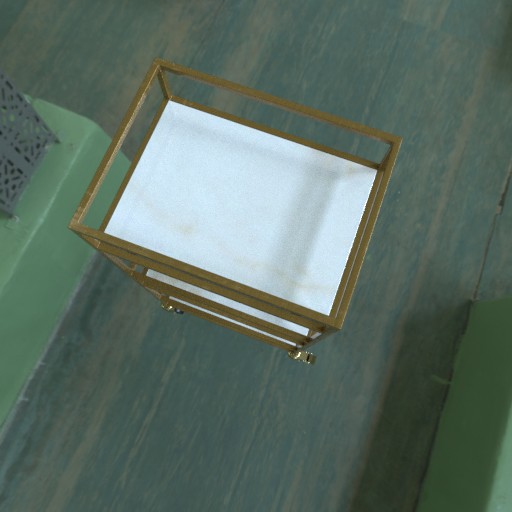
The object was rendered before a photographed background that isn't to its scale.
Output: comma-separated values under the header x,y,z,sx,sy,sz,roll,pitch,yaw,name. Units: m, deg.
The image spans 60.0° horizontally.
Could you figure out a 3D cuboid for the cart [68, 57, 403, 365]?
x,y,z,sx,sy,sz,roll,pitch,yaw,name
0.000,0.000,1.009,0.483,0.761,0.332,20,76,5,cart
